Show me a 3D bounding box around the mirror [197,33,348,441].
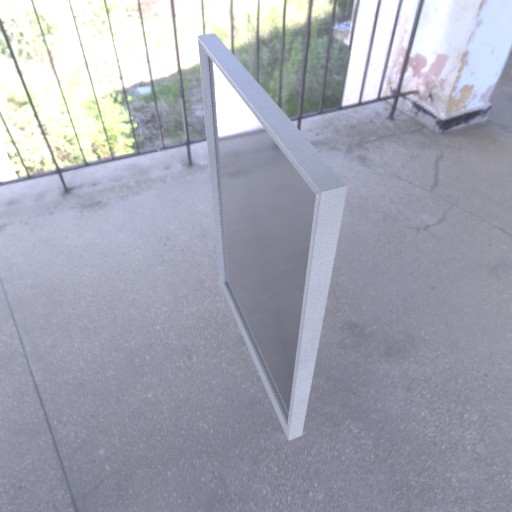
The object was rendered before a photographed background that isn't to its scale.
[{"bbox_3d":[0.000,0.000,0.924,0.039,0.710,0.507,-16,48,-15],"label":"mirror"}]
